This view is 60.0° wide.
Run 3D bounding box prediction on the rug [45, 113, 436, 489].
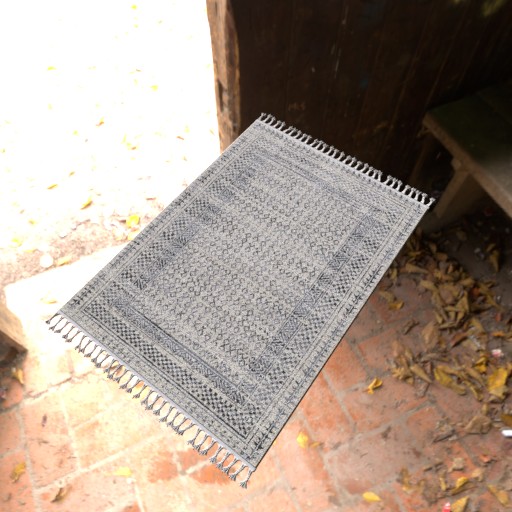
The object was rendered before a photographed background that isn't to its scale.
[{"bbox_3d":[0.000,0.000,2.367,1.243,0.013,1.872,32,64,18],"label":"rug"}]
